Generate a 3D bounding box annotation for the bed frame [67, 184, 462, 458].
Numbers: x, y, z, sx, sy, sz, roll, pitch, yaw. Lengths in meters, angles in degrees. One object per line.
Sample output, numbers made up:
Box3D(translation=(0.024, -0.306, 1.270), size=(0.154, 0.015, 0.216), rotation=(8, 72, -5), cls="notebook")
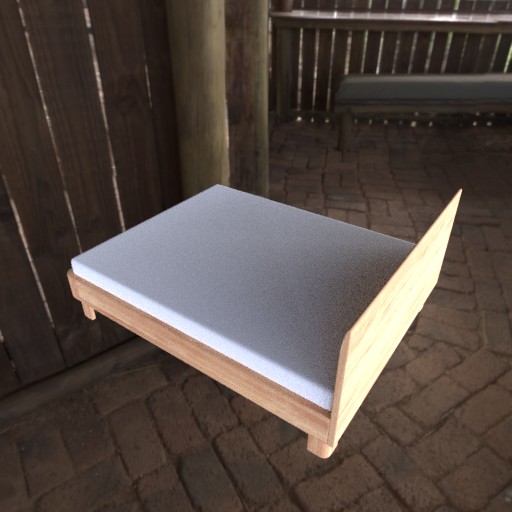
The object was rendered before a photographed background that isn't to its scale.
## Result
Box3D(translation=(0.000, 0.000, 3.059), size=(2.092, 0.940, 1.660), rotation=(21, 38, 29), cls="bed frame")
